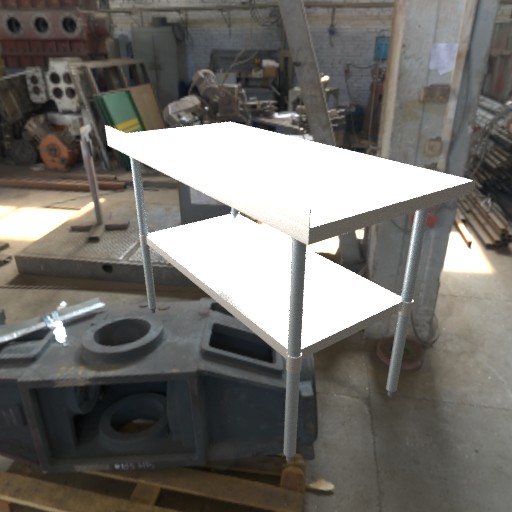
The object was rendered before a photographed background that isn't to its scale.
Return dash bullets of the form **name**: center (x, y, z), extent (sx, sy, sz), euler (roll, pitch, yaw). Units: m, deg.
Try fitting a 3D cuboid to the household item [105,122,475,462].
- **household item**: center (0.000, 0.000, 1.664), extent (0.610, 0.851, 1.219), euler (-17, 31, -32)
